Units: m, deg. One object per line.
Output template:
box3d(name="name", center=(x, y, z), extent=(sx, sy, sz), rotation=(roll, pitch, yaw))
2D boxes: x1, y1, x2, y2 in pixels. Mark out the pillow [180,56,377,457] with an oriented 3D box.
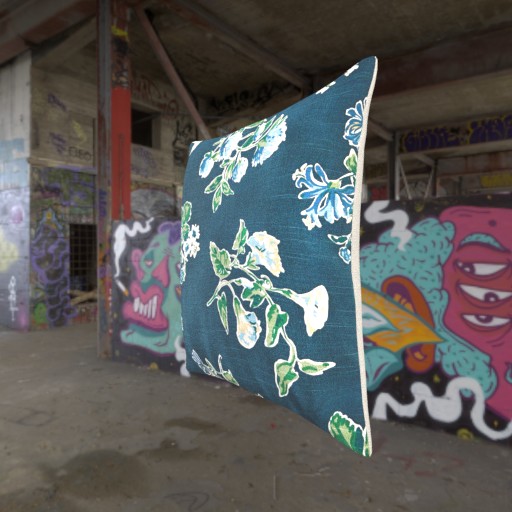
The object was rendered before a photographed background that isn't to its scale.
box3d(name="pillow", center=(0.000, 0.000, 0.774), extent=(0.166, 0.508, 0.525), rotation=(0, 0, -34))
